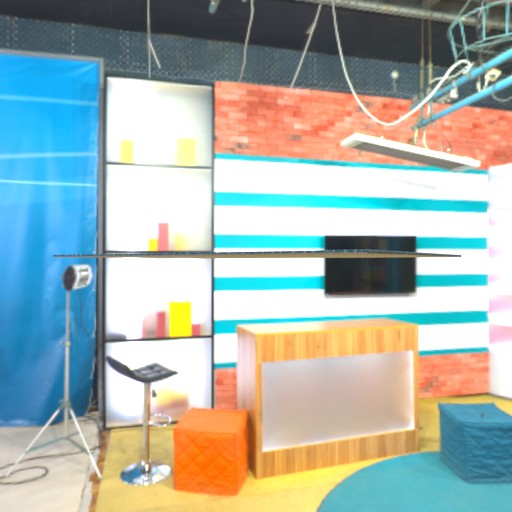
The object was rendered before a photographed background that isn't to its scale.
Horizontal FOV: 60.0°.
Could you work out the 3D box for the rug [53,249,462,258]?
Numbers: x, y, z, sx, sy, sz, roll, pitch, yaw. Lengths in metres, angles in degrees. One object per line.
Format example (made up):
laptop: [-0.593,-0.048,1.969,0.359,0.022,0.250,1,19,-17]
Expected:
rug: [0.000,0.000,2.859,2.144,0.015,1.543,-1,-1,36]
